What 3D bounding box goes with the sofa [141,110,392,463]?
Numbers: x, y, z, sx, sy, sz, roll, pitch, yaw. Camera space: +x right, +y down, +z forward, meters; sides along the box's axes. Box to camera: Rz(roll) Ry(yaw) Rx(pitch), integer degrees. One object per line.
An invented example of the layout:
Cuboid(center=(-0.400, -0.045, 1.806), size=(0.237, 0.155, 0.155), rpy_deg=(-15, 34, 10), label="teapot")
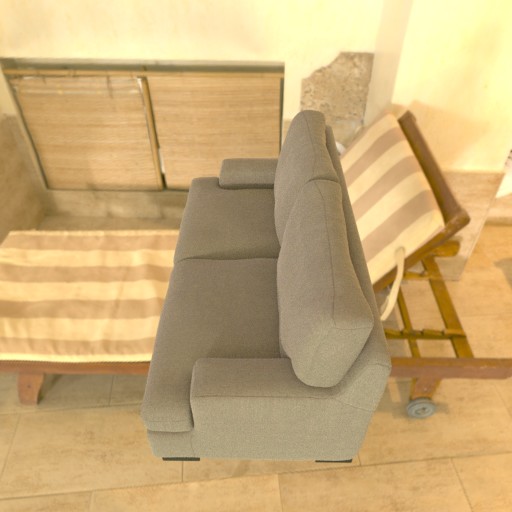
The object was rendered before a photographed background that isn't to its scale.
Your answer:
Cuboid(center=(0.000, 0.000, 2.405), size=(0.962, 0.980, 1.855), rpy_deg=(0, 42, 0), label="sofa")
